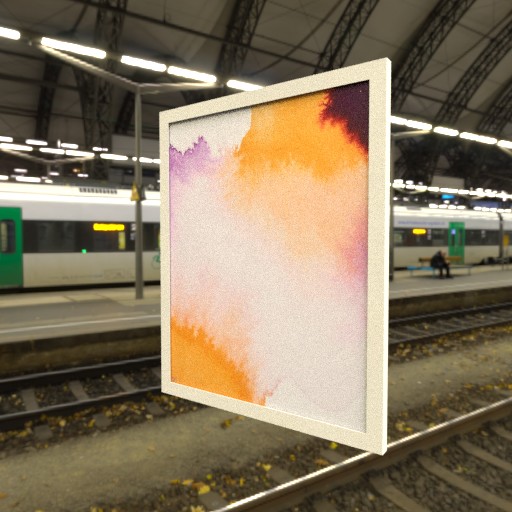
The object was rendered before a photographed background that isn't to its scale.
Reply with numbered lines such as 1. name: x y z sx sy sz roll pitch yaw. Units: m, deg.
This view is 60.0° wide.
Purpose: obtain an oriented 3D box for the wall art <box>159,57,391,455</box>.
1. wall art: 0.000 0.000 1.105 0.661 0.811 0.026 1 3 35
